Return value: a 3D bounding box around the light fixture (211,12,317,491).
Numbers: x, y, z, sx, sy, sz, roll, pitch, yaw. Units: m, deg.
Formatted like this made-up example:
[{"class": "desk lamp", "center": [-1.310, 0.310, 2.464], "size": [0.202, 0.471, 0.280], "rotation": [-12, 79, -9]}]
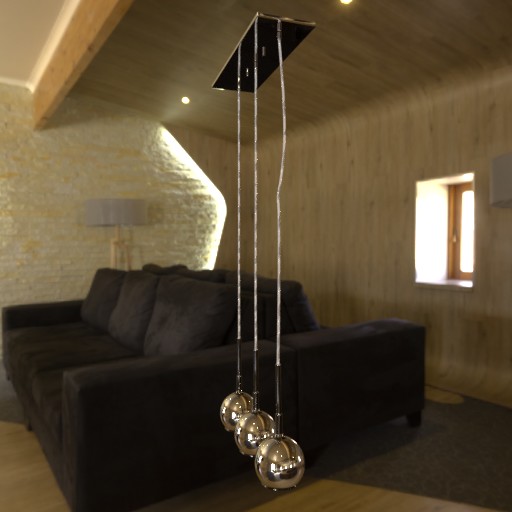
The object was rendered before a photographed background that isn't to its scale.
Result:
[{"class": "light fixture", "center": [0.000, 0.000, 1.594], "size": [0.188, 1.408, 0.623], "rotation": [0, 1, -18]}]
